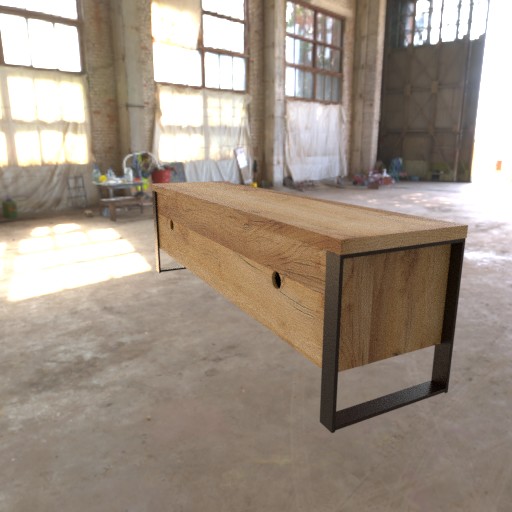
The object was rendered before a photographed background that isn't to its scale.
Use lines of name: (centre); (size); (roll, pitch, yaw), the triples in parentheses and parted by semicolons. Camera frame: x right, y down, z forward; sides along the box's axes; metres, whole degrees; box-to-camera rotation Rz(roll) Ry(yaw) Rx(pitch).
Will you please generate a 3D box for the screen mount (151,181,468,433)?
screen mount: (0.000, 0.000, 1.695); (0.395, 0.450, 1.524); (-7, 16, -26)
